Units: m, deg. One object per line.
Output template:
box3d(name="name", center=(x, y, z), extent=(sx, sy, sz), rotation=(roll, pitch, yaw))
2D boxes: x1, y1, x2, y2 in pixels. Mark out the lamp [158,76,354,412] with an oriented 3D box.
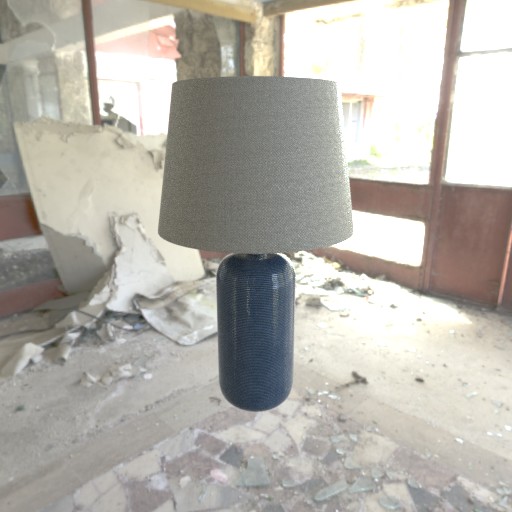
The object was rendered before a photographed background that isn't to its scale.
box3d(name="lamp", center=(0.000, 0.000, 0.593), extent=(0.253, 0.428, 0.253), rotation=(0, 16, 0))
